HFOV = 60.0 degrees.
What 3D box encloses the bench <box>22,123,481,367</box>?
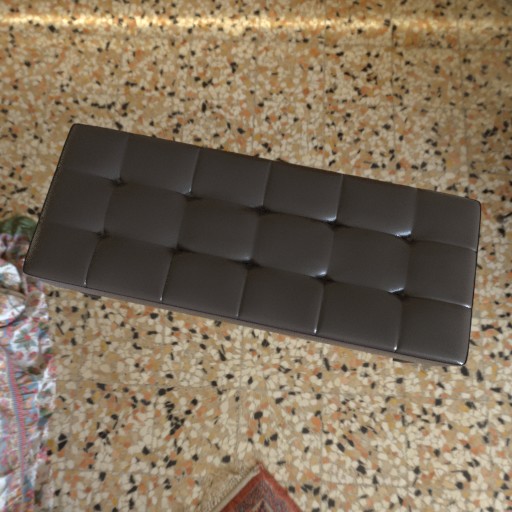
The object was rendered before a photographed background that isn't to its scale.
[{"bbox_3d":[0.000,0.000,1.314,1.105,0.460,0.432,11,76,3],"label":"bench"}]
